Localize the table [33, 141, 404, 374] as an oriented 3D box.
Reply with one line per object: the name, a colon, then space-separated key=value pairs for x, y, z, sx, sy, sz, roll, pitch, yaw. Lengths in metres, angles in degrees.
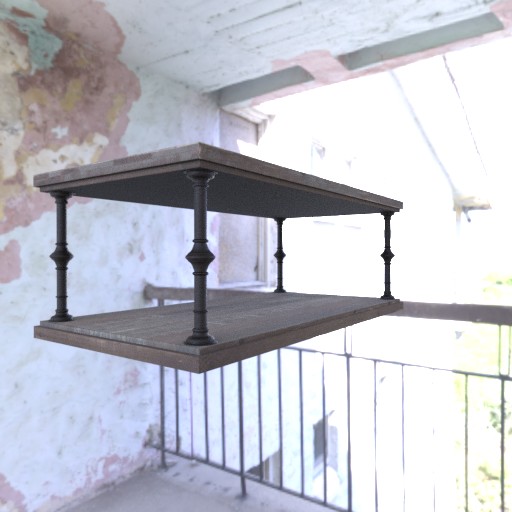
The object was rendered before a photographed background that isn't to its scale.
table: x=0.000 y=0.000 z=1.361 sx=0.554 sy=0.399 sz=1.088 roll=0 pitch=0 yaw=36
